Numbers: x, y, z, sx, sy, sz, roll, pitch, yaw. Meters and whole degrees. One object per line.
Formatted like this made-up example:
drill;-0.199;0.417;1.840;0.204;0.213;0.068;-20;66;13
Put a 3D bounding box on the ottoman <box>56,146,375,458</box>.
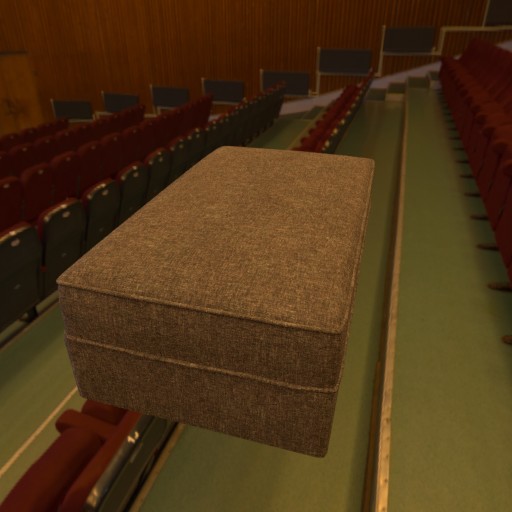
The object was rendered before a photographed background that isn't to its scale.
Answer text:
ottoman;0.000;0.000;1.538;0.717;0.487;1.184;8;31;14
